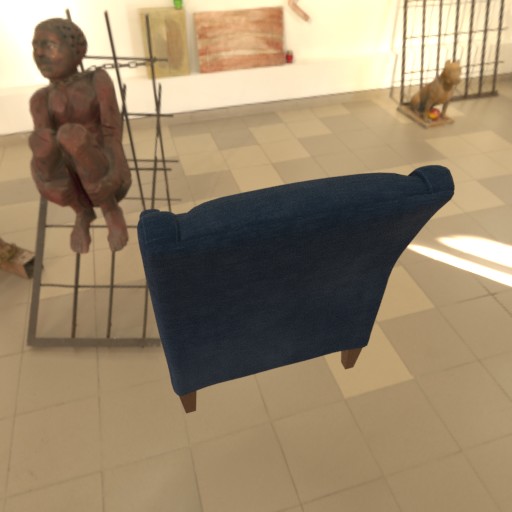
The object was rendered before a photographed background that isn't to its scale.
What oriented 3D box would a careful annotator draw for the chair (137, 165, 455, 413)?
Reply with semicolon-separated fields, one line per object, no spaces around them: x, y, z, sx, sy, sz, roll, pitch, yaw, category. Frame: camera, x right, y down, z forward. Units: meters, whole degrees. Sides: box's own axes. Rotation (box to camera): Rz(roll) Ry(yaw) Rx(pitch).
0.000;0.000;1.596;0.774;1.014;0.870;-12;42;-13;chair
